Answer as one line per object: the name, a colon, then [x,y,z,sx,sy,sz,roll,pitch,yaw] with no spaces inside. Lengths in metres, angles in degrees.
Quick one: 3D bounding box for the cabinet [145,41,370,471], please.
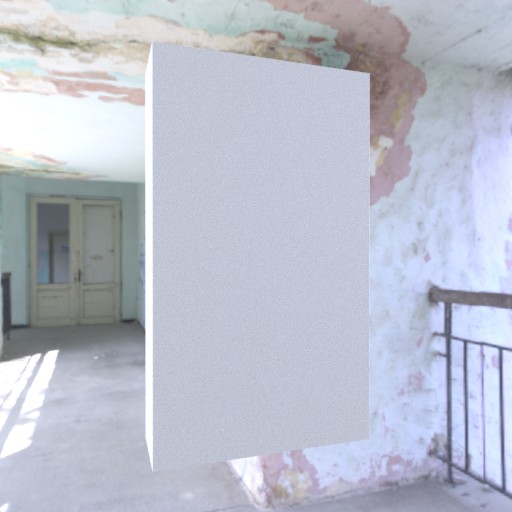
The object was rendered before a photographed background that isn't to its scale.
cabinet: [0.000,0.000,2.639,1.250,2.160,0.480,0,0,-18]
